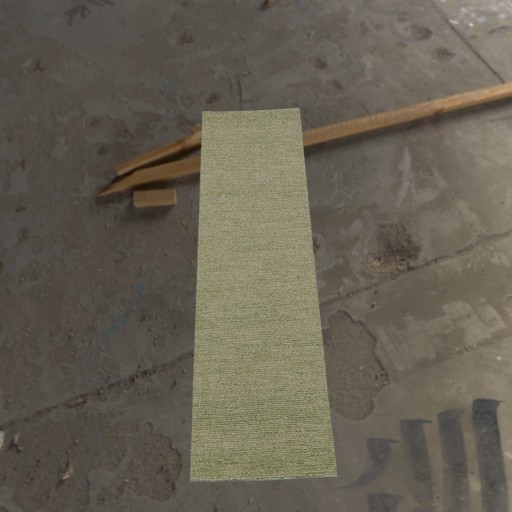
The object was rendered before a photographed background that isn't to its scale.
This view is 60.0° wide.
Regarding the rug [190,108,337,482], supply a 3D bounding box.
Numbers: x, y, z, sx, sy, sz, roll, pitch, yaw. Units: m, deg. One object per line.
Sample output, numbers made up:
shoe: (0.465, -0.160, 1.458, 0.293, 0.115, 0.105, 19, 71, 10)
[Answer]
rug: (0.000, 0.000, 2.588, 0.686, 0.013, 2.340, -1, 63, -1)
